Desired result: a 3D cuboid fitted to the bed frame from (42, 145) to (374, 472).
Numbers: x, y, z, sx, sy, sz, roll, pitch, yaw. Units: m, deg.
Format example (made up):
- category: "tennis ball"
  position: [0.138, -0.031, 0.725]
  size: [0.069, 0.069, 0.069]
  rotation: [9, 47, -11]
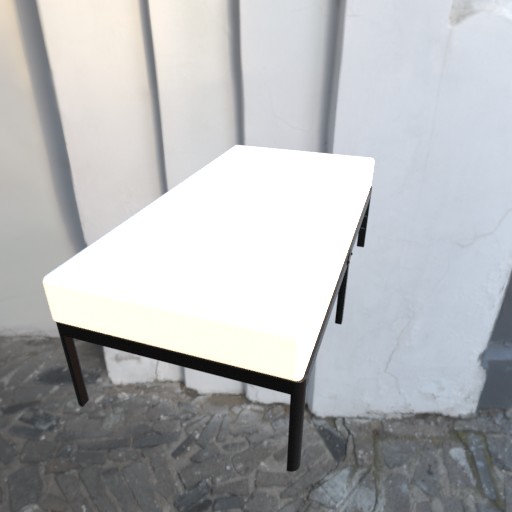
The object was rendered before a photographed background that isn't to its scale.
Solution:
- category: "bed frame"
  position: [0.000, 0.000, 2.439]
  size: [1.023, 0.659, 1.950]
  rotation: [10, 31, 17]
